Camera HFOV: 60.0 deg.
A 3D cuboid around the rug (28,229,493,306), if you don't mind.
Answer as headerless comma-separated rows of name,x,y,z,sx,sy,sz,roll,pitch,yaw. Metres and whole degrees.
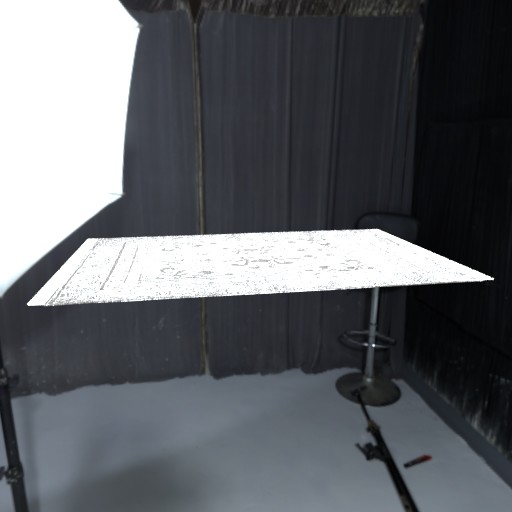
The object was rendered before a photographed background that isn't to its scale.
rug,0.000,0.000,2.991,2.440,0.010,1.529,-2,14,-10
